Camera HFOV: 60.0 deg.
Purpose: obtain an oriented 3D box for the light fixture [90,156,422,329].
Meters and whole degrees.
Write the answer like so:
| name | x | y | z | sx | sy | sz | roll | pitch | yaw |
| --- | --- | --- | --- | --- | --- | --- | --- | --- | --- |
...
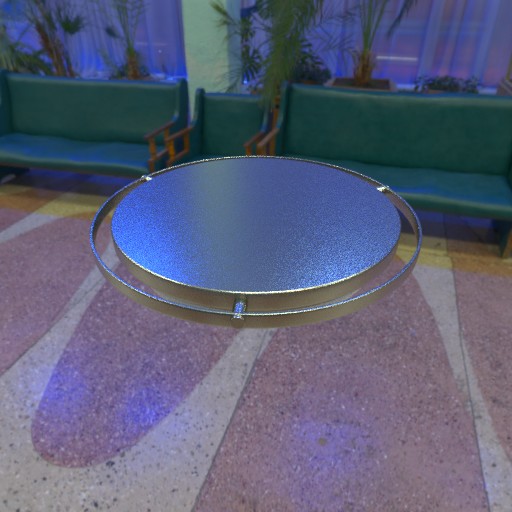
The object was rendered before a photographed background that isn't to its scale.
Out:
| name | x | y | z | sx | sy | sz | roll | pitch | yaw |
| --- | --- | --- | --- | --- | --- | --- | --- | --- | --- |
| light fixture | 0.000 | 0.000 | 0.536 | 0.361 | 0.130 | 0.361 | 0 | 33 | 0 |
